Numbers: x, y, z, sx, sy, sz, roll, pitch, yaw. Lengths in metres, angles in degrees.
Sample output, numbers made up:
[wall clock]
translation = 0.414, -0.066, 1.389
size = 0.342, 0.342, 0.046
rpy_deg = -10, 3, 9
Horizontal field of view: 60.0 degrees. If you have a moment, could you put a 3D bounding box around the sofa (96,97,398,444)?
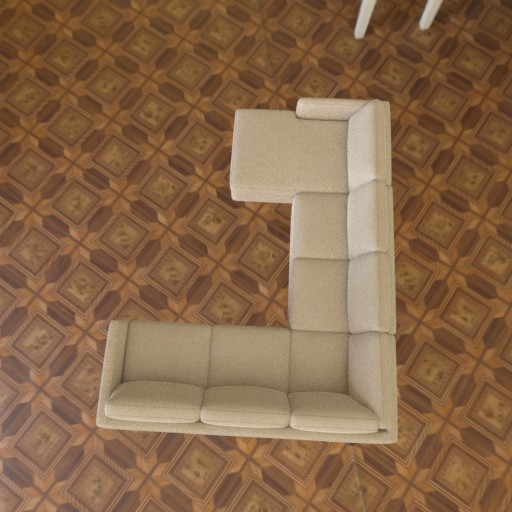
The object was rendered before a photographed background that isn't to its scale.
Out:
[sofa]
translation = 0.000, 0.000, 4.317
size = 2.551, 0.853, 3.238
rpy_deg = 3, 76, 1
